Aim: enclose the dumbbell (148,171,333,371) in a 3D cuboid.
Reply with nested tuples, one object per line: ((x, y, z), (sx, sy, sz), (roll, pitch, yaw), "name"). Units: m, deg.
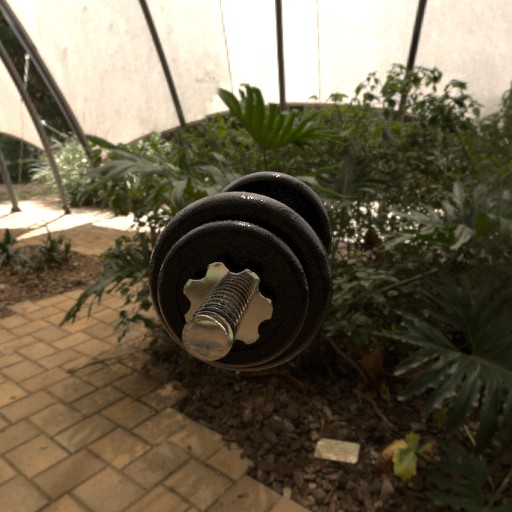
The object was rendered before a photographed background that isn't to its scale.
((0.000, 0.000, 0.593), (0.202, 0.202, 0.497), (3, 16, 9), "dumbbell")
